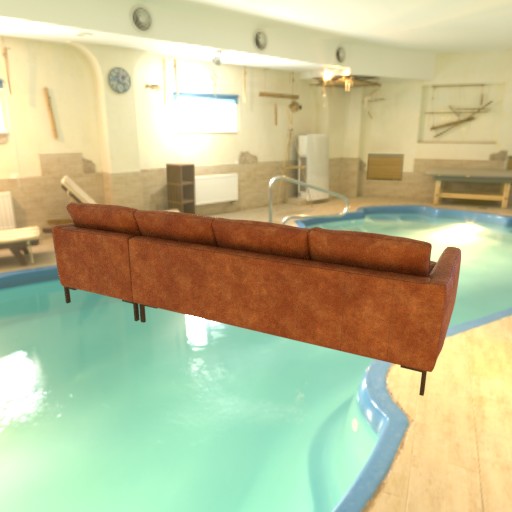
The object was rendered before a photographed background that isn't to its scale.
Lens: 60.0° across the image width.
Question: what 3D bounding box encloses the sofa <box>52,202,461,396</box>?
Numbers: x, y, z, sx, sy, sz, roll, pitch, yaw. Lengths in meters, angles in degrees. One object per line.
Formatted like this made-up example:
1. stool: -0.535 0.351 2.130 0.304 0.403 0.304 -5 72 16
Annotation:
1. sofa: 0.000 0.000 3.575 2.993 0.859 1.471 8 18 27
